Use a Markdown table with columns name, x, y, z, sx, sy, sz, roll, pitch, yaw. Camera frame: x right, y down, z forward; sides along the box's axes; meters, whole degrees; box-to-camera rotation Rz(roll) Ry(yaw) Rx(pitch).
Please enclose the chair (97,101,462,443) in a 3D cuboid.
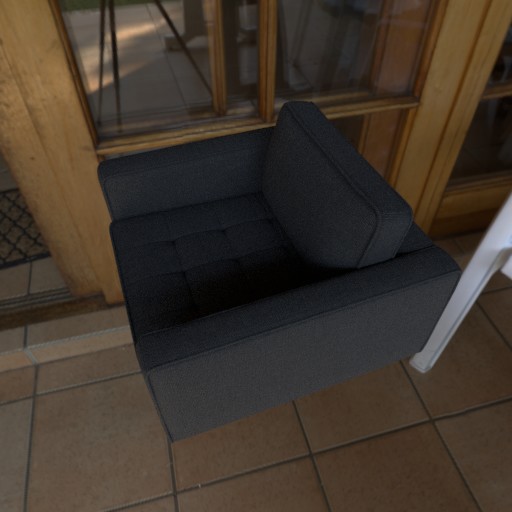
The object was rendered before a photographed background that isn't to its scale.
| name | x | y | z | sx | sy | sz | roll | pitch | yaw |
| --- | --- | --- | --- | --- | --- | --- | --- | --- | --- |
| chair | 0.000 | 0.000 | 1.542 | 0.919 | 0.770 | 0.899 | -15 | 49 | -14 |
